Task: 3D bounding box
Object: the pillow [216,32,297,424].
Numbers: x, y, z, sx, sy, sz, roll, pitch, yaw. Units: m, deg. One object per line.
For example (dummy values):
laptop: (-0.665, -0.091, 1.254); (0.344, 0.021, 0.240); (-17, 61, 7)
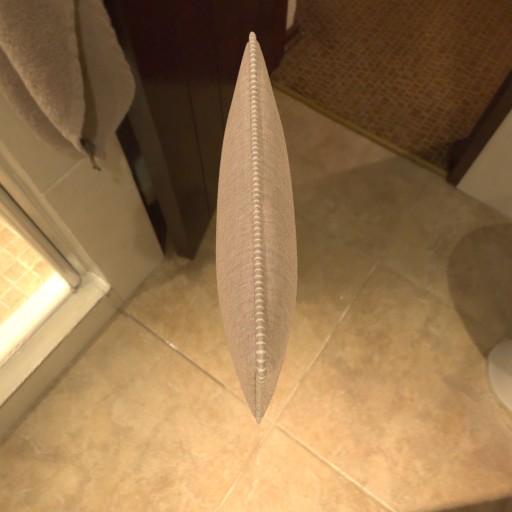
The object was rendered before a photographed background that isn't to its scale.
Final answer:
pillow: (0.000, 0.000, 0.726); (0.124, 0.494, 0.485); (-1, 64, -1)
